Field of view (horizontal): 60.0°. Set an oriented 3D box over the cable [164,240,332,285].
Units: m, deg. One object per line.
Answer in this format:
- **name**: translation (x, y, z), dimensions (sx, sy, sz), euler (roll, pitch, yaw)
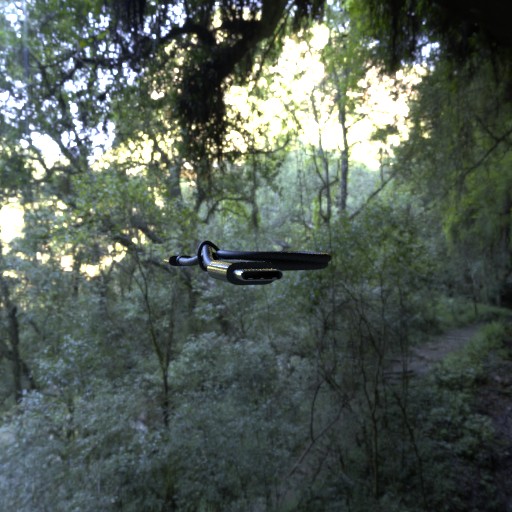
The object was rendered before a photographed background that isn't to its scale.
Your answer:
- **cable**: translation (0.000, 0.000, 0.207), dimensions (0.070, 0.014, 0.186), euler (0, 1, -18)
